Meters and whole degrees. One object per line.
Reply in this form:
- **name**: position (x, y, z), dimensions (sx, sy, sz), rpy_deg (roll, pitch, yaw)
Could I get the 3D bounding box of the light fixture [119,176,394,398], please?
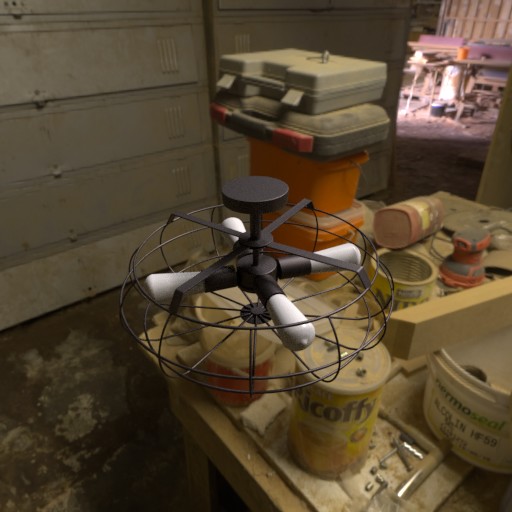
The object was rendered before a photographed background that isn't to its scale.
- **light fixture**: position (0.000, 0.000, 0.942), dimensions (0.582, 0.311, 0.582), rpy_deg (0, 30, 0)
